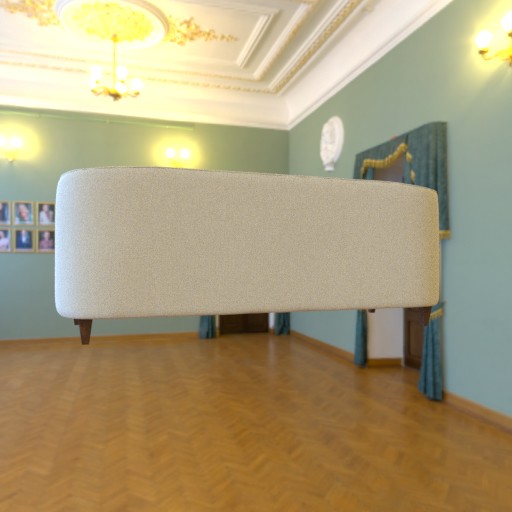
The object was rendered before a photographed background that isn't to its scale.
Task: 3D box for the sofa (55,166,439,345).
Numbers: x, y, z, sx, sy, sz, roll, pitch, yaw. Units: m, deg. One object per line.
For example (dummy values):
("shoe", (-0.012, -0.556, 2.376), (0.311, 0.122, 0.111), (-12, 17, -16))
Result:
("sofa", (0.000, 0.000, 2.755), (2.278, 0.855, 0.941), (0, -1, -18))
